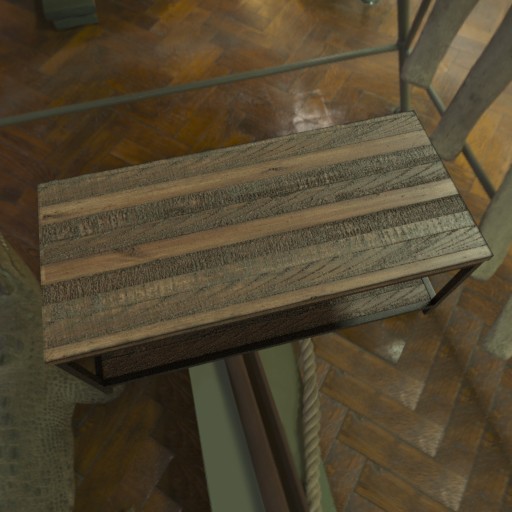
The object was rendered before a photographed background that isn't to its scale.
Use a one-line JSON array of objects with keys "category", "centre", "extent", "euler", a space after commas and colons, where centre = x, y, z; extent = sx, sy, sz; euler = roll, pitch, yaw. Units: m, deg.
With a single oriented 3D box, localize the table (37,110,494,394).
[{"category": "table", "centre": [0.000, 0.000, 1.219], "extent": [0.990, 0.399, 0.452], "euler": [-13, 64, -6]}]
